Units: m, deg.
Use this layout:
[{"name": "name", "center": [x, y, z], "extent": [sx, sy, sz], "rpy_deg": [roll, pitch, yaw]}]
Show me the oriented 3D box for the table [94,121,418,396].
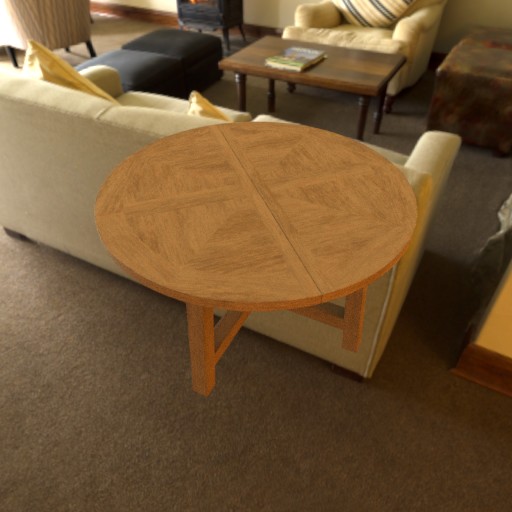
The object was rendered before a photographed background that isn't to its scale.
[{"name": "table", "center": [0.000, 0.000, 2.124], "extent": [1.319, 0.762, 1.319], "rpy_deg": [0, 41, 0]}]
